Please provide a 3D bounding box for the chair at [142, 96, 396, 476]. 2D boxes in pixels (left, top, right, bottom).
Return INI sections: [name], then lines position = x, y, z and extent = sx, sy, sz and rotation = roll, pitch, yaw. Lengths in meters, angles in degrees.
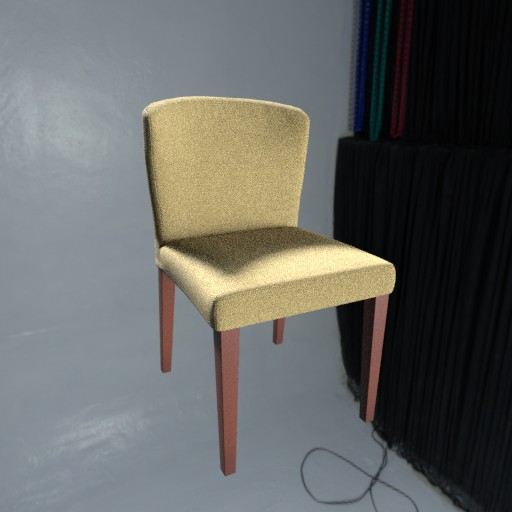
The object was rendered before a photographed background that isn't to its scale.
[chair]
position = 0.000, 0.000, 1.201
extent = 0.491, 0.839, 0.589
rotation = -8, 19, -26
